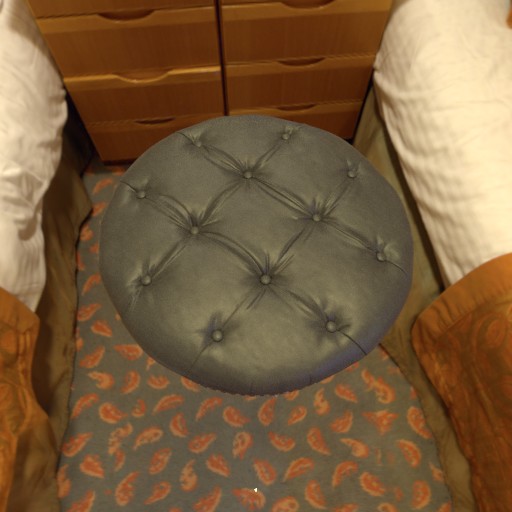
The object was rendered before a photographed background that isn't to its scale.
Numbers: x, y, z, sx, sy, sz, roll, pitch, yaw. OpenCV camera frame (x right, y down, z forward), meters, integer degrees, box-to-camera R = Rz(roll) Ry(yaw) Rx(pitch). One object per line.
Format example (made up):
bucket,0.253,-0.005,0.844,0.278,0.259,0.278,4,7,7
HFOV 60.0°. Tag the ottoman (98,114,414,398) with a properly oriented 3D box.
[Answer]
ottoman,0.000,0.000,1.401,0.901,0.439,0.901,0,62,0
